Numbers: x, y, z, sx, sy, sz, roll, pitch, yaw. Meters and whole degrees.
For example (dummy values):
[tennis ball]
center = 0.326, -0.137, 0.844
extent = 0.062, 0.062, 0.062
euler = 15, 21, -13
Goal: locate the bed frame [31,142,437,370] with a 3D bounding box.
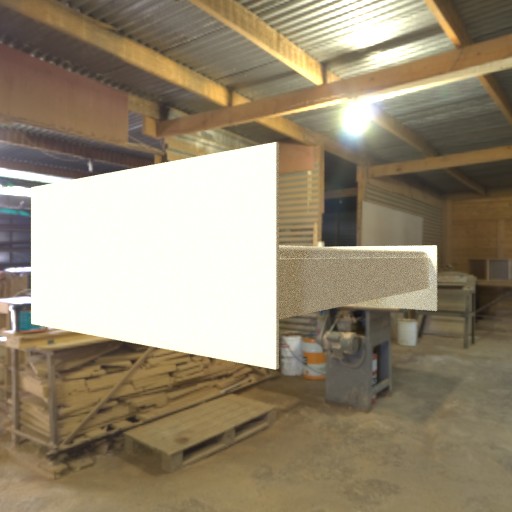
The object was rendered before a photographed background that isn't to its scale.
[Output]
[bed frame]
center = 0.000, 0.000, 2.884
extent = 1.720, 0.800, 2.060
euler = 0, 0, 37
